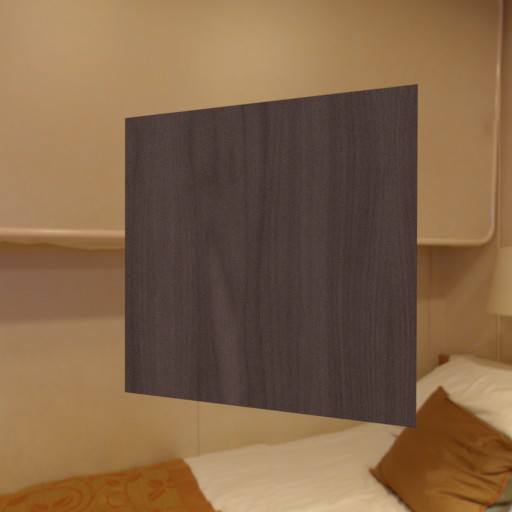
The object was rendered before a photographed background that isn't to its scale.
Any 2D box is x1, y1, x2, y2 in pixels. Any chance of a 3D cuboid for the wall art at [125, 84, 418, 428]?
[{"bbox_3d":[0.000,0.000,0.743,0.508,0.507,0.016,0,1,19],"label":"wall art"}]
